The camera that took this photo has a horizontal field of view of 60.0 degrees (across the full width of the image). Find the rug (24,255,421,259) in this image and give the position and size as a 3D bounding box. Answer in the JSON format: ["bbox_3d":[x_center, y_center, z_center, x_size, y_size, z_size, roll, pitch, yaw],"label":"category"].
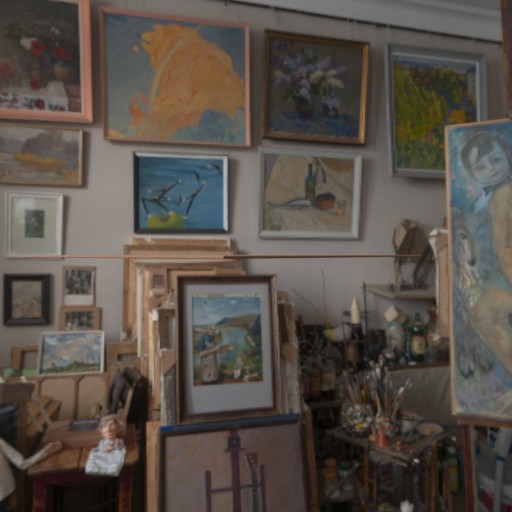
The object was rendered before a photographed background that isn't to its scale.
[{"bbox_3d":[0.000,0.000,3.064,1.523,0.014,2.438,0,0,37],"label":"rug"}]
